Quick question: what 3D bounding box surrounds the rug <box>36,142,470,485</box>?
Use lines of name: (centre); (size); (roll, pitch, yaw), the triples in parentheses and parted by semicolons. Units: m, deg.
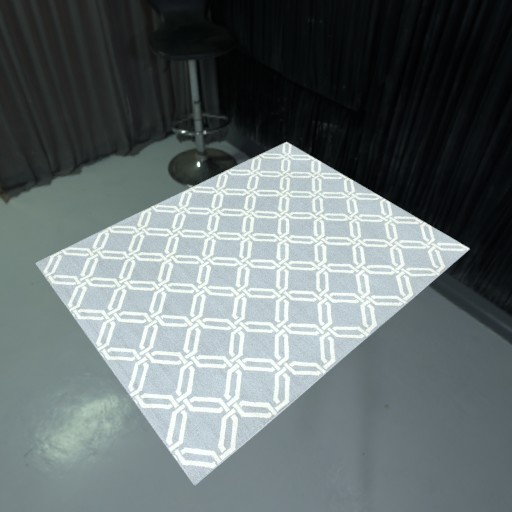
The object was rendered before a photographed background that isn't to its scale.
rug: (0.000, 0.000, 3.759); (2.895, 0.018, 2.288); (-32, 53, -27)
